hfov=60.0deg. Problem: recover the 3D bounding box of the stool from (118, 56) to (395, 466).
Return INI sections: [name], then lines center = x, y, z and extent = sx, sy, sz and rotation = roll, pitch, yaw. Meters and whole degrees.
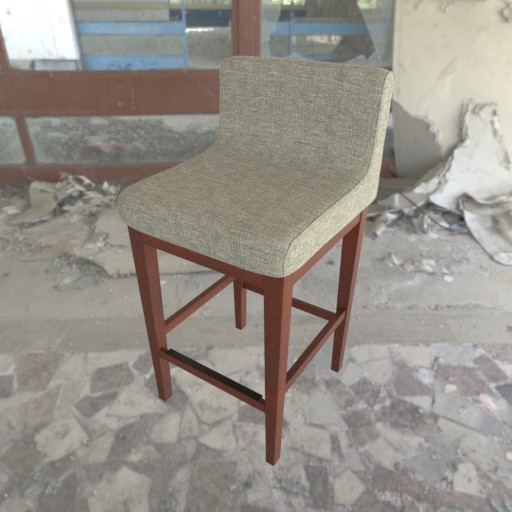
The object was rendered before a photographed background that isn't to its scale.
[stool]
center = 0.000, 0.000, 1.070
extent = 0.417, 0.835, 0.459
rotation = 19, 35, 28
